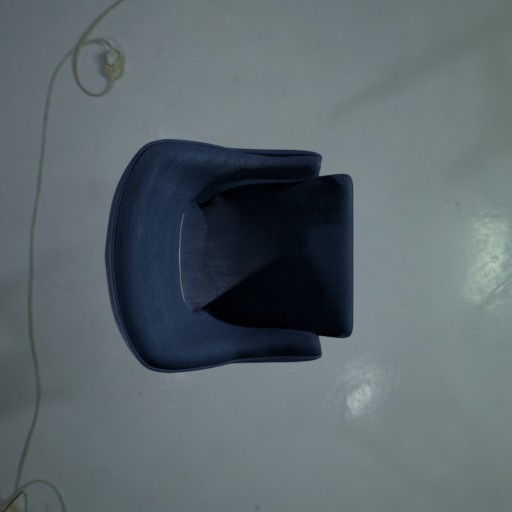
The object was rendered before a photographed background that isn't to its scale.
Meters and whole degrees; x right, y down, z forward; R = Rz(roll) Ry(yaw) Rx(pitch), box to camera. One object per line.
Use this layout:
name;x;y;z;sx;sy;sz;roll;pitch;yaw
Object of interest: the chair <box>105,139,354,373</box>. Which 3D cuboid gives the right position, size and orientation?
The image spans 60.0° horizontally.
chair;0.000;0.000;1.257;0.591;0.844;0.559;0;90;0
